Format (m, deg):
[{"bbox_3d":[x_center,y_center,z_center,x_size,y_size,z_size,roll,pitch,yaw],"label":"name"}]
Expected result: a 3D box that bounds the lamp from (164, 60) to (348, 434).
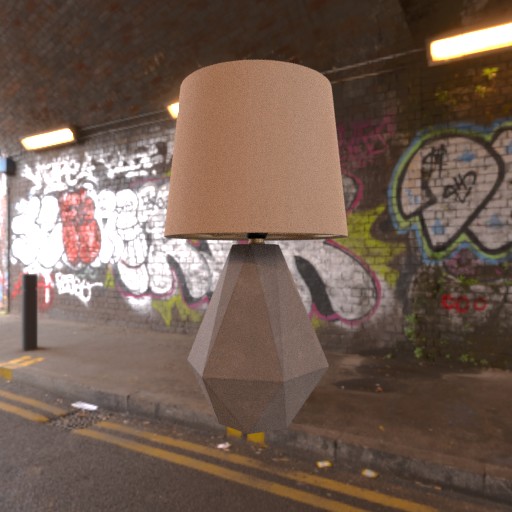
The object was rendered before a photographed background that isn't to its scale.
[{"bbox_3d":[0.000,0.000,0.679,0.276,0.501,0.276,0,0,0],"label":"lamp"}]
